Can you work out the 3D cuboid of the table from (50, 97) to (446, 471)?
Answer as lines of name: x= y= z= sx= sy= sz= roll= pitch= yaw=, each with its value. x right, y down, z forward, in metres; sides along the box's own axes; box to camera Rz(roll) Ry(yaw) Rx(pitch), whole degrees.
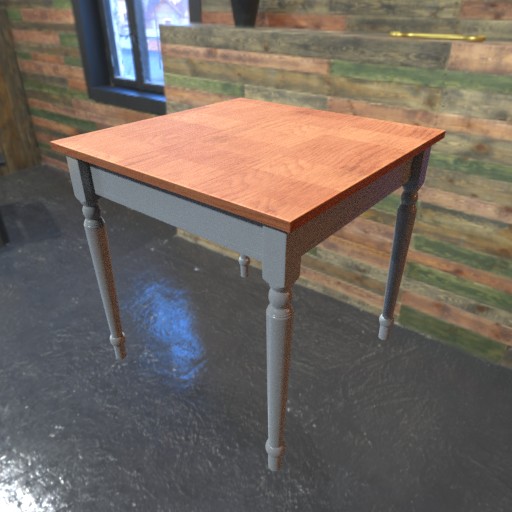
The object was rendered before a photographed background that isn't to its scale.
table: x=0.000 y=0.000 z=1.361 sx=0.747 sy=0.738 sz=0.747 roll=22 pitch=37 yaw=33
